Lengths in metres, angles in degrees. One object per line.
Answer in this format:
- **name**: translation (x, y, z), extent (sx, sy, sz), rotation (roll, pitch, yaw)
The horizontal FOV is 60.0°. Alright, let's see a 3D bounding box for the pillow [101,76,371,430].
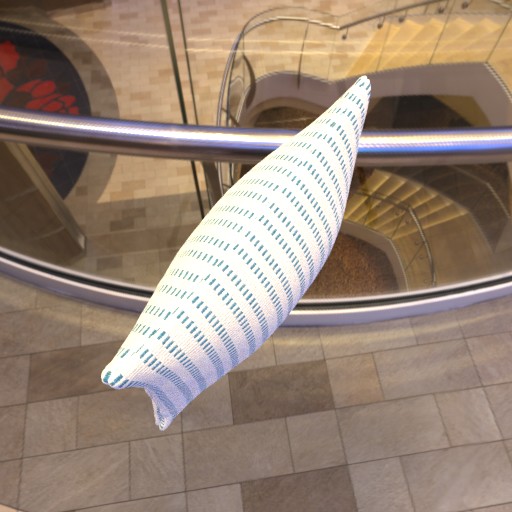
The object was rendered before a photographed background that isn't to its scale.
- **pillow**: translation (0.000, 0.000, 0.786), extent (0.210, 0.353, 0.640), rotation (32, 66, 16)
